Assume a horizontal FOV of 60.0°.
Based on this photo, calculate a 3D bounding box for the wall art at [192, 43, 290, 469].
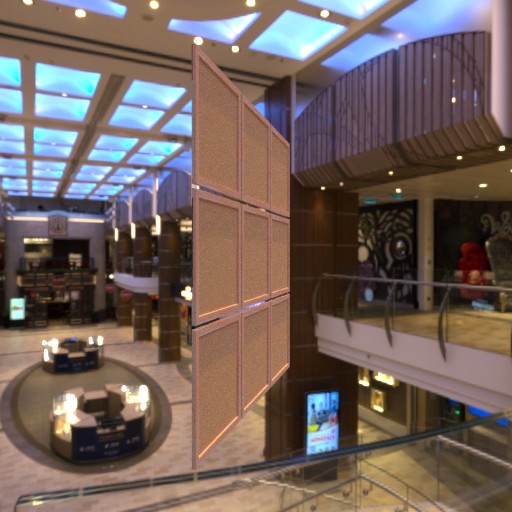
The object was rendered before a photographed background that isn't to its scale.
[{"bbox_3d":[0.000,0.000,1.850,0.013,1.220,1.216,0,0,17],"label":"wall art"}]
